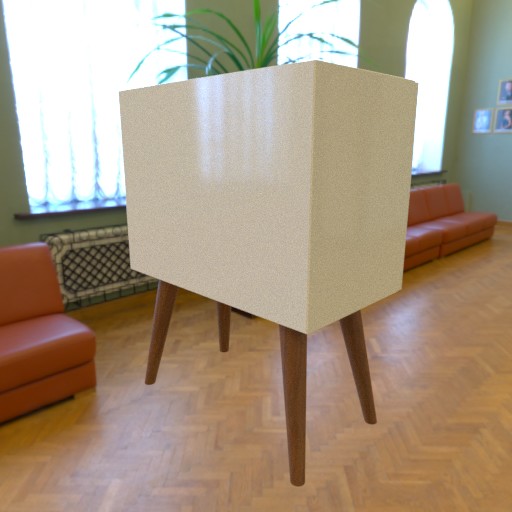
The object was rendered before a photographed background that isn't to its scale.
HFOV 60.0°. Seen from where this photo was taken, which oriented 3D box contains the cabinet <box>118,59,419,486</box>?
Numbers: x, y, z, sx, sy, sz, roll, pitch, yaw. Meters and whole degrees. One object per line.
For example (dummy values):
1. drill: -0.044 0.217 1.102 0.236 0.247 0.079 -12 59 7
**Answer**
1. cabinet: 0.000 0.000 1.072 0.591 0.772 0.344 14 20 43
